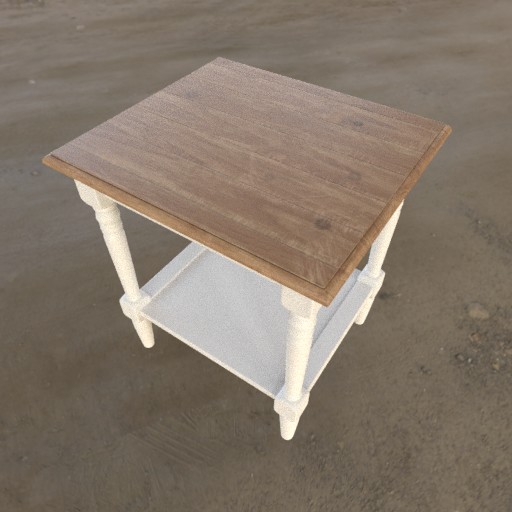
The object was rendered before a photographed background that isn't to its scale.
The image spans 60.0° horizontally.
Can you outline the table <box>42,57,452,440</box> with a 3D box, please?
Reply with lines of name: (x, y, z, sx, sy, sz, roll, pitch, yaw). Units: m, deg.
table: (0.000, 0.000, 0.927, 0.508, 0.561, 0.457, 26, 52, 23)
